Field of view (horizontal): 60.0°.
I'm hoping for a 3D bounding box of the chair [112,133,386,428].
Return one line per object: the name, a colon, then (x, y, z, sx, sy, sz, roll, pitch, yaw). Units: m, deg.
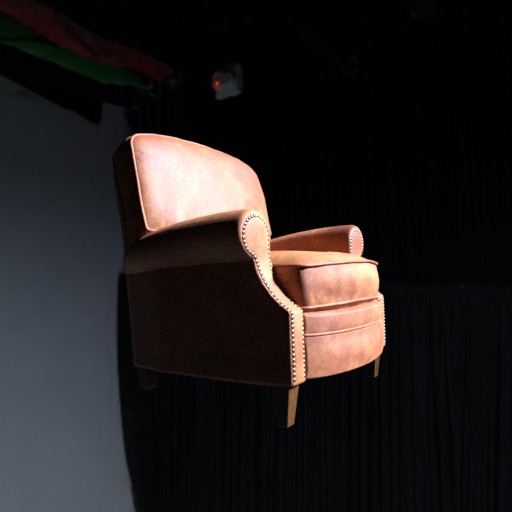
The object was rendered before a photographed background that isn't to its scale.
chair: (0.000, 0.000, 1.819, 0.986, 1.018, 0.936, 0, -1, 36)
